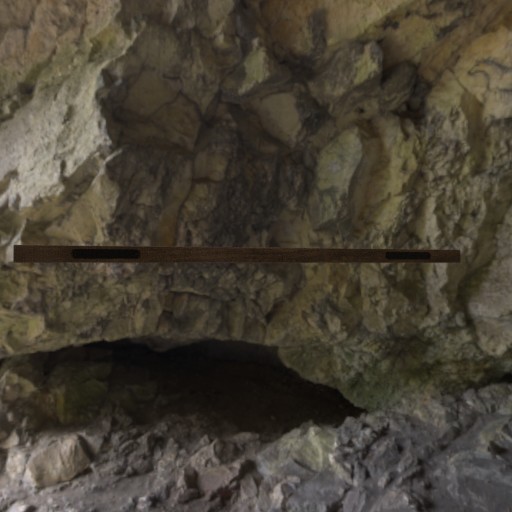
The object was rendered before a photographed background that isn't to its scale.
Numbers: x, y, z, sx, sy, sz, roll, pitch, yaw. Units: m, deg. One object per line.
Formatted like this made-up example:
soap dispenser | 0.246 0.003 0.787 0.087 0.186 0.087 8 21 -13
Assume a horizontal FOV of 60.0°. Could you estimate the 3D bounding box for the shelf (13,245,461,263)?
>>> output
shelf | 0.000 0.000 0.651 0.610 0.020 0.140 0 -1 -17
